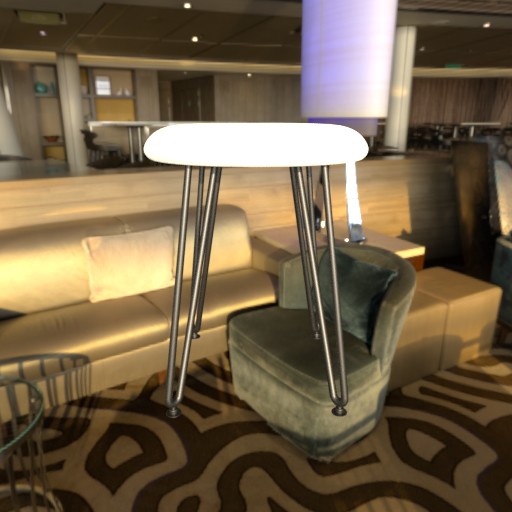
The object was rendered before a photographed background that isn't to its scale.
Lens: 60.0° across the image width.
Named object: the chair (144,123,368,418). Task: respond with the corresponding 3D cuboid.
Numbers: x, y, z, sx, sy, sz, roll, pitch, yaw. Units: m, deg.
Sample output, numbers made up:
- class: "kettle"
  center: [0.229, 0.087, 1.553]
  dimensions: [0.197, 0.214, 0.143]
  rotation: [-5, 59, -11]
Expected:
- class: "chair"
  center: [0.000, 0.000, 0.672]
  dimensions: [0.350, 0.386, 0.350]
  rotation: [16, 23, 42]
